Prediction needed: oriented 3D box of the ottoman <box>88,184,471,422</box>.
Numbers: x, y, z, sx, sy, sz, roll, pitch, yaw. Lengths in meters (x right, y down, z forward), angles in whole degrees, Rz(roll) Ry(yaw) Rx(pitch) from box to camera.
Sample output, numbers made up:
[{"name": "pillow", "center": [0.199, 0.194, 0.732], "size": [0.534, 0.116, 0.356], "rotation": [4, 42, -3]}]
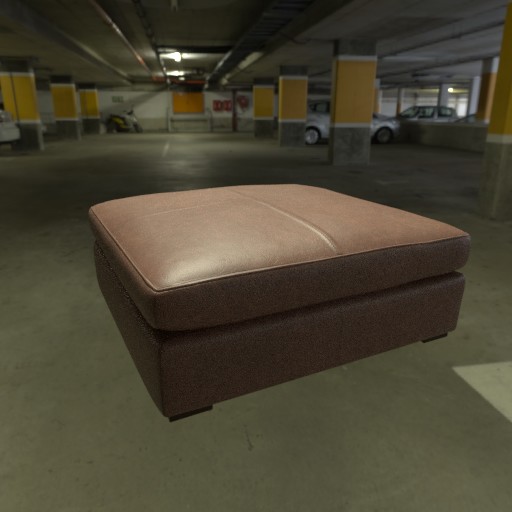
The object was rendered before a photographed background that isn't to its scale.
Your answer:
[{"name": "ottoman", "center": [0.000, 0.000, 1.823], "size": [1.168, 0.490, 1.168], "rotation": [-9, 20, -26]}]
